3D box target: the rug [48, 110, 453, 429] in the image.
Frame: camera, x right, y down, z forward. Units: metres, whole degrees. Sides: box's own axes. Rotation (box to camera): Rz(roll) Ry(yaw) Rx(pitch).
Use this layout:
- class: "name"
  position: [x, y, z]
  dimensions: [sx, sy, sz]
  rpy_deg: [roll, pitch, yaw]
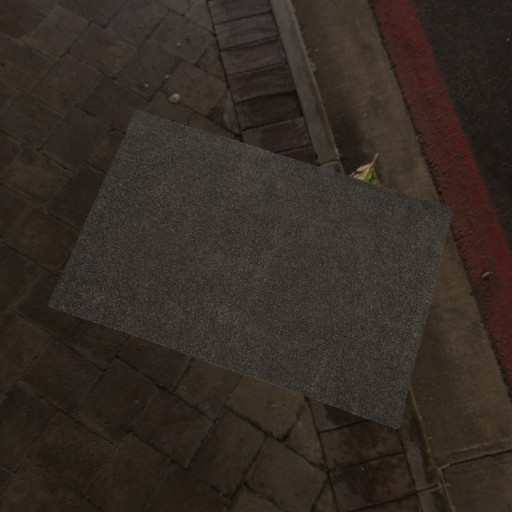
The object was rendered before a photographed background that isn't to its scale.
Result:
- class: "rug"
  position: [0.000, 0.000, 2.958]
  dimensions: [2.350, 0.025, 1.502]
  rpy_deg: [18, 77, 4]
